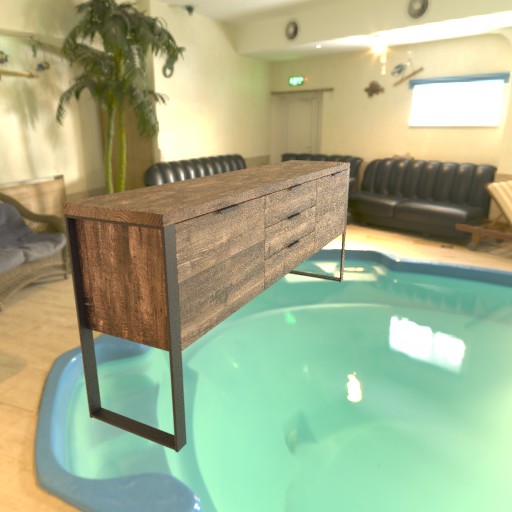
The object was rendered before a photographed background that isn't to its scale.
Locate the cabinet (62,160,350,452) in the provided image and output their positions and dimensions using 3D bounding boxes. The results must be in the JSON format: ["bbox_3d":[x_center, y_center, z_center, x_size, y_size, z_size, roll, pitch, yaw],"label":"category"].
[{"bbox_3d":[0.000,0.000,2.129,0.395,0.762,1.800,8,19,26],"label":"cabinet"}]
